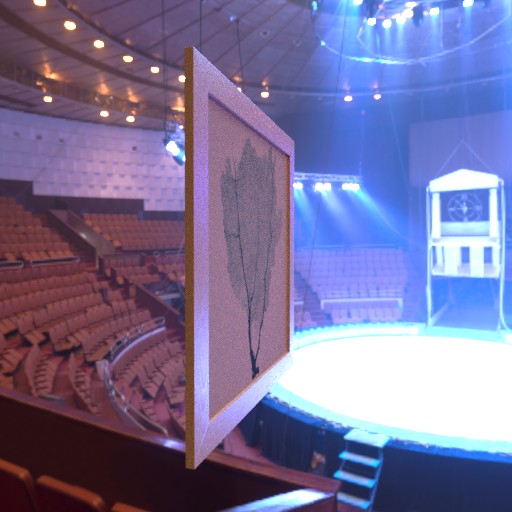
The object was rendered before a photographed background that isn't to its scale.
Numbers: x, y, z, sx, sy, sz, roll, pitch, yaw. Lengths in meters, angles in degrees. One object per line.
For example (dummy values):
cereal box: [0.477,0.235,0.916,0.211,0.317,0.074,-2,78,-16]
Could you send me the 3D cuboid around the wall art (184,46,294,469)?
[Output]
wall art: [0.000,0.000,0.876,0.015,0.577,0.572,0,1,19]
